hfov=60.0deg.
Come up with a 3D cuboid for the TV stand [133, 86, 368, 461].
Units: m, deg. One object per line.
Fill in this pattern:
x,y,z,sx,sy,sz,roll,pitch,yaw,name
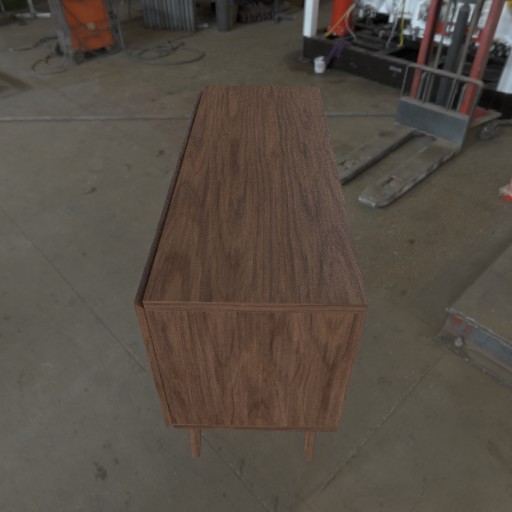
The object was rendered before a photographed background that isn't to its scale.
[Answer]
0.000,0.000,1.348,0.405,0.660,0.990,1,41,1,TV stand
